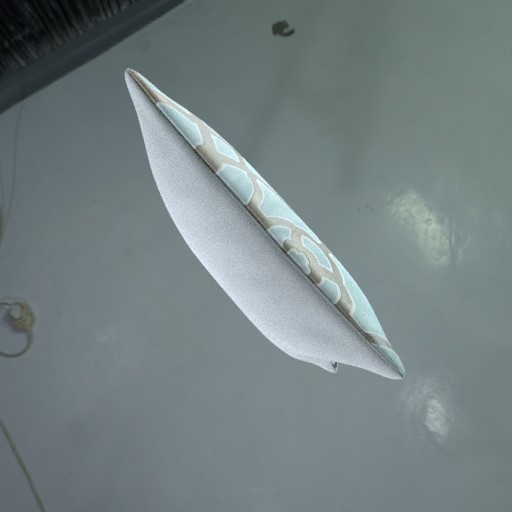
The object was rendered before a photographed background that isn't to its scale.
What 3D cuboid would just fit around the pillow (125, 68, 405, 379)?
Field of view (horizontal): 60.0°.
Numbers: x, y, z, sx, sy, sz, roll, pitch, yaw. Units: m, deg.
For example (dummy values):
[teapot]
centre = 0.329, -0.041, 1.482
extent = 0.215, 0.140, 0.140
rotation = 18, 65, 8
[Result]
[pillow]
centre = 0.000, 0.000, 0.814
extent = 0.166, 0.508, 0.552
rotation = -40, 79, -9
